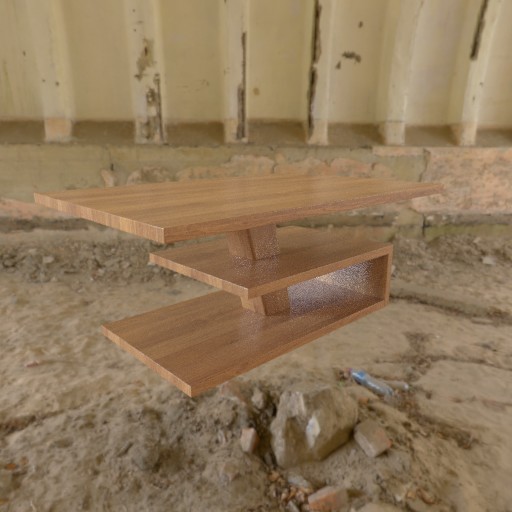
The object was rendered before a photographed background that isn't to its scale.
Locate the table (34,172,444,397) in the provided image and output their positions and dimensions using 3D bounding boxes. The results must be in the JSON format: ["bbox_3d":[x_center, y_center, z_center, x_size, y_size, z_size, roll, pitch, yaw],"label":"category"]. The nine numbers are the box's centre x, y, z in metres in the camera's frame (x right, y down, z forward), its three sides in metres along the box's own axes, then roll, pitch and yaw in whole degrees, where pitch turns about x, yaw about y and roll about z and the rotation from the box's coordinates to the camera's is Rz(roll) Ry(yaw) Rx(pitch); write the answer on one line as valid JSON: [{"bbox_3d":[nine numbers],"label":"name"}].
[{"bbox_3d":[0.000,0.000,1.451,1.100,0.442,0.700,-14,20,-41],"label":"table"}]
